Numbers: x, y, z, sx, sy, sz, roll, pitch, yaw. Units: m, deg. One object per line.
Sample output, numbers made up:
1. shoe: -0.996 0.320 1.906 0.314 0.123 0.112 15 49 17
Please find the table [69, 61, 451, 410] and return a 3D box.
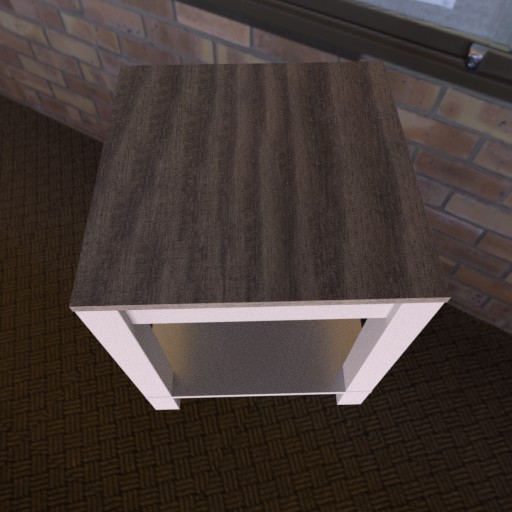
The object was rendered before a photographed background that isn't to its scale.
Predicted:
1. table: 0.000 0.000 0.967 0.504 0.587 0.506 -1 58 -1
